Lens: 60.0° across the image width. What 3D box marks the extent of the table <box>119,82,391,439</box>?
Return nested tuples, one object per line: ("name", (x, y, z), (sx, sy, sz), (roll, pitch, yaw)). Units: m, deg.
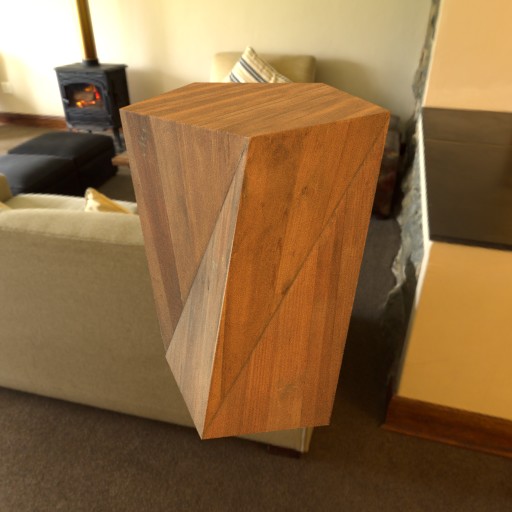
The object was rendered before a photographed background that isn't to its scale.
("table", (0.000, 0.000, 0.895), (0.425, 0.604, 0.441), (-18, 35, -27))
